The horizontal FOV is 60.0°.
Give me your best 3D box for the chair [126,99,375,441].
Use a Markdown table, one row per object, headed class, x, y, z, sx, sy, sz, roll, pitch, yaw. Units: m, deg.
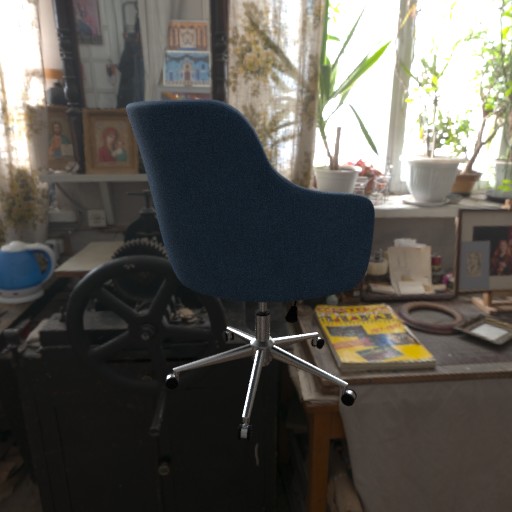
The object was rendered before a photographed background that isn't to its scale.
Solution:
| class | x | y | z | sx | sy | sz | roll | pitch | yaw |
| --- | --- | --- | --- | --- | --- | --- | --- | --- | --- |
| chair | 0.000 | 0.000 | 1.259 | 0.655 | 0.820 | 0.599 | -16 | 23 | -41 |
